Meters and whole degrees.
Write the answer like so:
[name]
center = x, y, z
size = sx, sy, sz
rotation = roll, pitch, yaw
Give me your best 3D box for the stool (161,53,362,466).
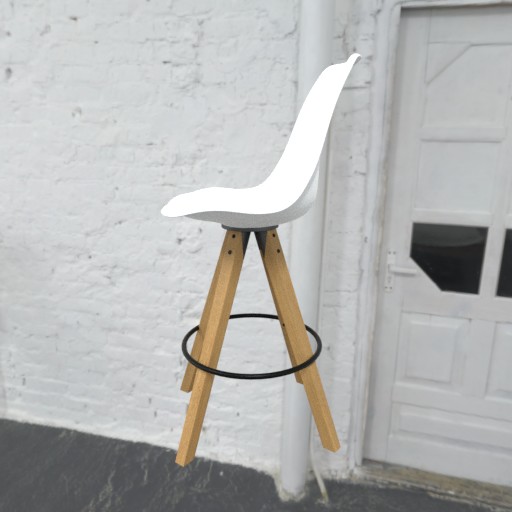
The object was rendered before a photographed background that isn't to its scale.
[stool]
center = 0.000, 0.000, 1.349
size = 0.549, 1.115, 0.482
rotation = -2, 15, -7
